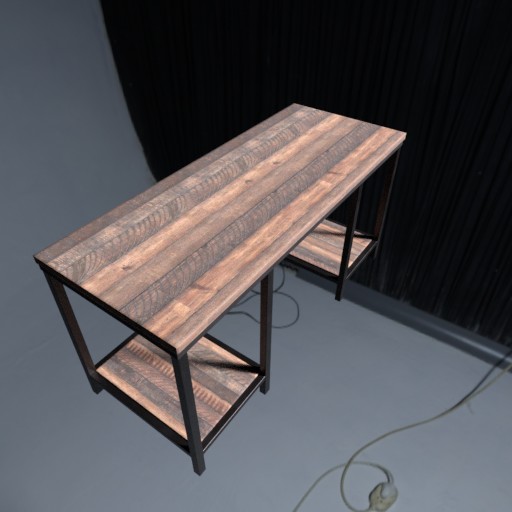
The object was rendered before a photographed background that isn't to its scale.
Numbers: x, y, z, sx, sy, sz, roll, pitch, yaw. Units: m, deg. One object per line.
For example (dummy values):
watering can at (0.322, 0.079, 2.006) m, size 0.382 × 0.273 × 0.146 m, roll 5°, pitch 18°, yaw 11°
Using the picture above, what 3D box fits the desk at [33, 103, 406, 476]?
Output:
desk at (0.000, 0.000, 1.972) m, size 0.617 × 0.753 × 1.538 m, roll 25°, pitch 46°, yaw 27°
